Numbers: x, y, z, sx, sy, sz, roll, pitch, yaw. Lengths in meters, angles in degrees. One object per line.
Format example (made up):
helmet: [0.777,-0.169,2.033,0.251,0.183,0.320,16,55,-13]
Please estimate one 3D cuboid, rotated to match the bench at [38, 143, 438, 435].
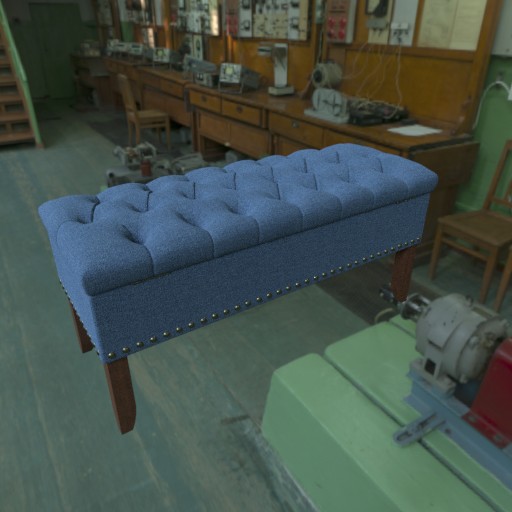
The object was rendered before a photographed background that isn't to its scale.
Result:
bench: [0.000,0.000,1.317,1.052,0.492,0.417,-18,33,-29]
